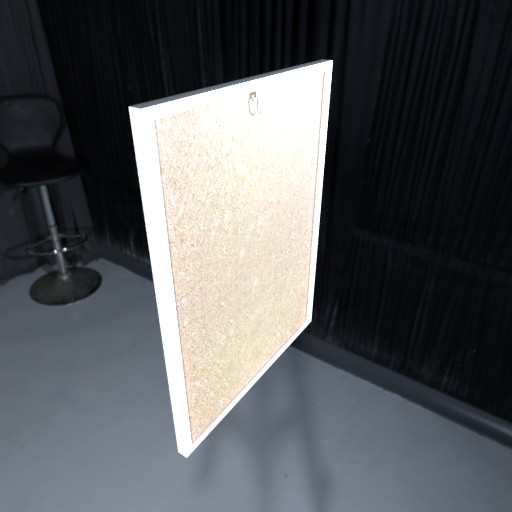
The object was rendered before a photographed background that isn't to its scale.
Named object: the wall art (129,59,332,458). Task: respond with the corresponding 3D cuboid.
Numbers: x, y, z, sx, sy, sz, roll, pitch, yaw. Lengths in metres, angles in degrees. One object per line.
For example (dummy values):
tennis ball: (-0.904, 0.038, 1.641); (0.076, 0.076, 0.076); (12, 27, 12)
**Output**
wall art: (0.000, 0.000, 1.397); (0.042, 1.056, 0.805); (20, 36, 29)
